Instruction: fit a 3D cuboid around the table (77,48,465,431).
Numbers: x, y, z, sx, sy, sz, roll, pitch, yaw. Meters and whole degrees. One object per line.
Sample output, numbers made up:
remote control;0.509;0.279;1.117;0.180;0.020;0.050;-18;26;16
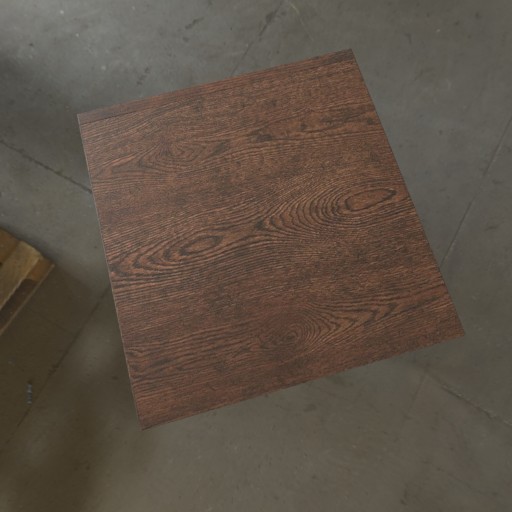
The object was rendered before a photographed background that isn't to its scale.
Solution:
table;0.000;0.000;1.008;0.506;0.582;0.566;-15;75;-4
